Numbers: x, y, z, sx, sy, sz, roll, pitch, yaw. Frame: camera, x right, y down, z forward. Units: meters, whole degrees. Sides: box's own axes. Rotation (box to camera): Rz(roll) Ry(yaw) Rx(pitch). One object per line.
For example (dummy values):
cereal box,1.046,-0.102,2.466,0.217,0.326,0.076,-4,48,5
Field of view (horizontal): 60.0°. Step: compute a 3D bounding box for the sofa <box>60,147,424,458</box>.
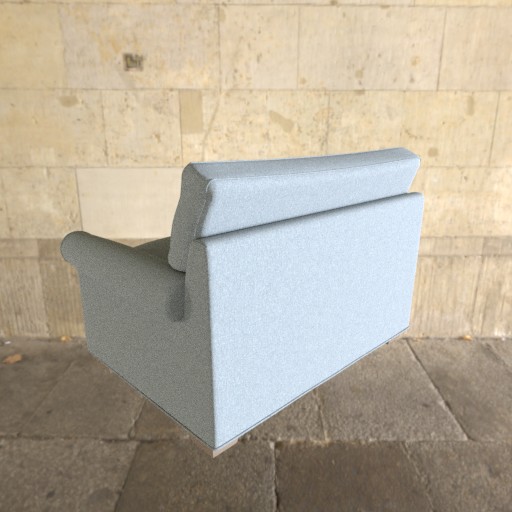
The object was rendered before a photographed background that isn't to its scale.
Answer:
sofa,0.000,0.000,2.018,1.410,0.953,0.940,-16,23,-42
